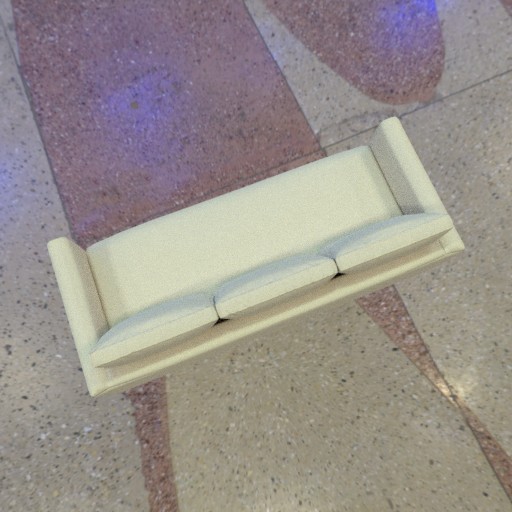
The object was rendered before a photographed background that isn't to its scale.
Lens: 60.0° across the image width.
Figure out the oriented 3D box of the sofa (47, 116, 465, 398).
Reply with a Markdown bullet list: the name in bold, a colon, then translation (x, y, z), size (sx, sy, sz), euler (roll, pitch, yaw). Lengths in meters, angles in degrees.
- **sofa**: translation (0.000, 0.000, 2.691), size (2.198, 0.911, 0.902), euler (-21, 77, -5)
